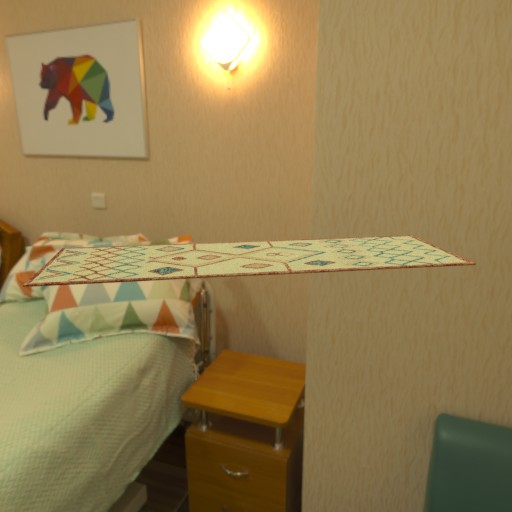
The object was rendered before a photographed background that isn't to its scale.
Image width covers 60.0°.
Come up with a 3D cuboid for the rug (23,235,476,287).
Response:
[{"bbox_3d":[0.000,0.000,2.710,2.435,0.011,0.750,-2,15,-9],"label":"rug"}]
